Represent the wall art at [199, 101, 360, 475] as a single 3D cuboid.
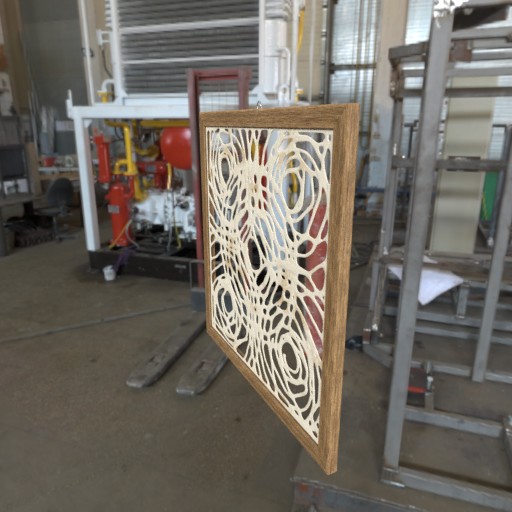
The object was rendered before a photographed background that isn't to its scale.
[{"bbox_3d":[0.000,0.000,0.868,0.021,0.576,0.561,-8,19,-25],"label":"wall art"}]
